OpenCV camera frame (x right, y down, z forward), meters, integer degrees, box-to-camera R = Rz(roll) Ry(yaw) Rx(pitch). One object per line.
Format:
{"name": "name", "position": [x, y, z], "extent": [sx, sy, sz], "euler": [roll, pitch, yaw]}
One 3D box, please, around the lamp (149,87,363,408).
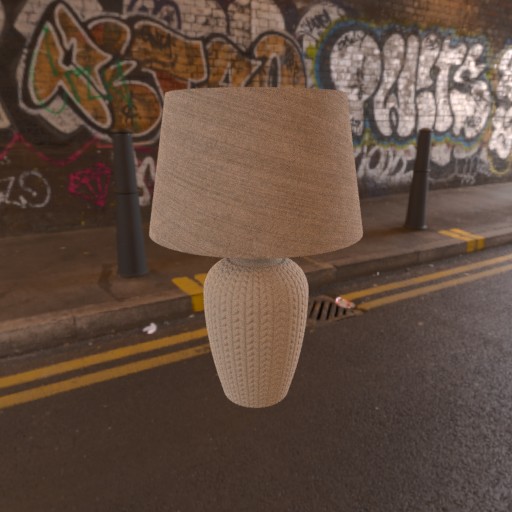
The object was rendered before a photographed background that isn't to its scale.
{"name": "lamp", "position": [0.000, 0.000, 0.845], "extent": [0.390, 0.580, 0.390], "euler": [0, 17, 0]}
